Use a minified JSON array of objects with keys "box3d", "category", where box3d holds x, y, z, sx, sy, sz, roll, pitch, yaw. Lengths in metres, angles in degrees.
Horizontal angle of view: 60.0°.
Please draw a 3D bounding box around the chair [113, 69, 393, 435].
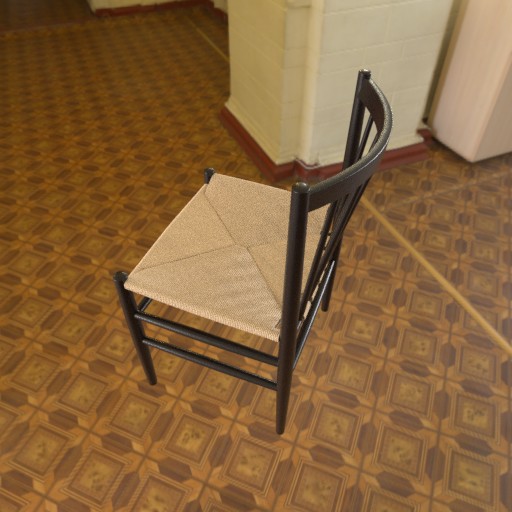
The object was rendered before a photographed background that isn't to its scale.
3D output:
[{"box3d":[0.000,0.000,1.131,0.516,0.818,0.495,16,46,15],"category":"chair"}]
